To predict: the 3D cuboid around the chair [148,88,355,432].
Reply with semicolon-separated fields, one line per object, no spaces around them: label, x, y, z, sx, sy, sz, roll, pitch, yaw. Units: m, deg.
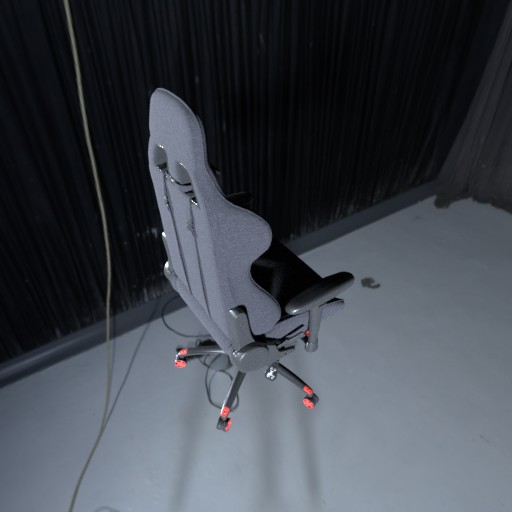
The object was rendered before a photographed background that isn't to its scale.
chair;0.000;0.000;1.673;0.658;1.326;0.695;-24;46;-26
